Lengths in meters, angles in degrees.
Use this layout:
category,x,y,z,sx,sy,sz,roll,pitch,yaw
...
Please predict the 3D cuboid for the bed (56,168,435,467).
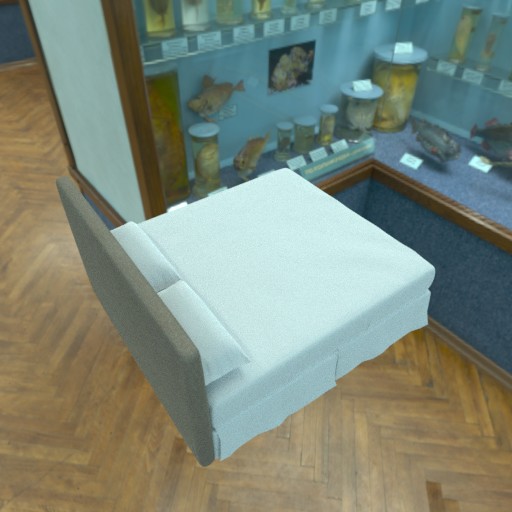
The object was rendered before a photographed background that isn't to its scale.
category,x,y,z,sx,sy,sz,roll,pitch,yaw
bed,0.000,0.000,3.672,2.341,1.317,2.119,-26,48,-26
